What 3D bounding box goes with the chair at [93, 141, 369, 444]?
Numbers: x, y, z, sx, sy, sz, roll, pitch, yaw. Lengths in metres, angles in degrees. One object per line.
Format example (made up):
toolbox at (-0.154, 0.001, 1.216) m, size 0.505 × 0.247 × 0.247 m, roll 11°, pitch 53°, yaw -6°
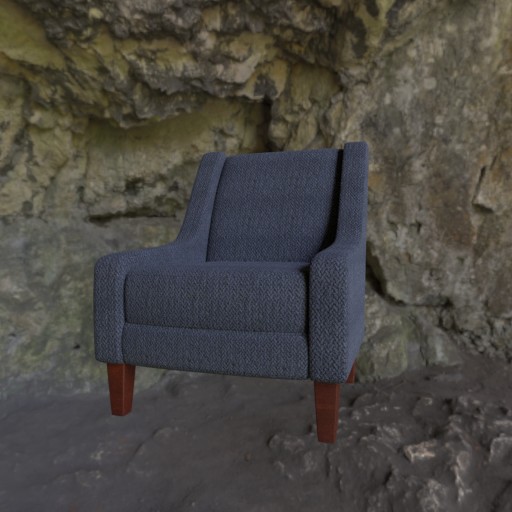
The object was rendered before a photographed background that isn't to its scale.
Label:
chair at (0.000, 0.000, 1.699) m, size 0.793 × 1.012 × 0.944 m, roll 0°, pitch 1°, yaw 17°
